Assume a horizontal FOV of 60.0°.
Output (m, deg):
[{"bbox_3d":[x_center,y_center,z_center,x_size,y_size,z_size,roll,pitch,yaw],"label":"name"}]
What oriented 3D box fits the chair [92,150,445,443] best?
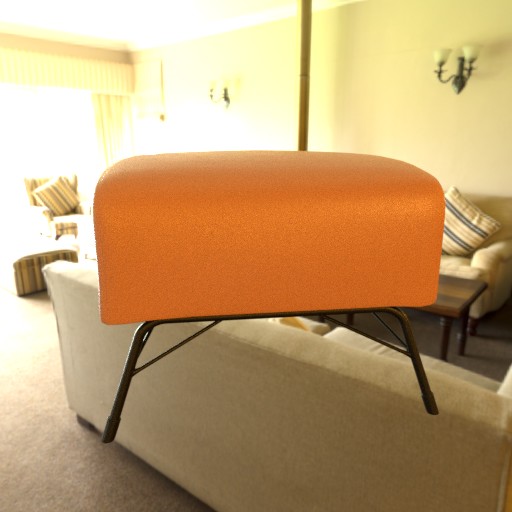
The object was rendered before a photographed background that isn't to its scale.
[{"bbox_3d":[0.000,0.000,0.882,0.530,0.410,0.530,-2,15,-7],"label":"chair"}]
